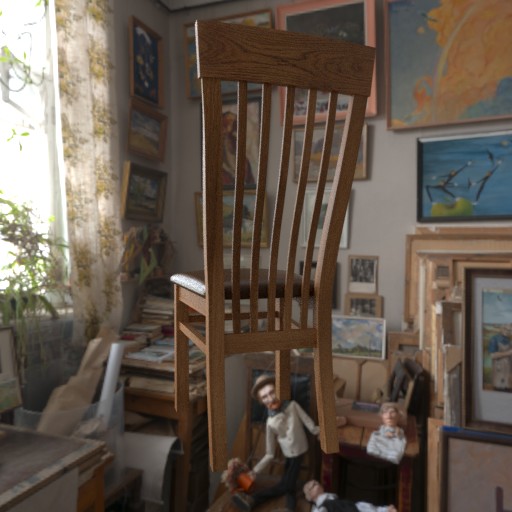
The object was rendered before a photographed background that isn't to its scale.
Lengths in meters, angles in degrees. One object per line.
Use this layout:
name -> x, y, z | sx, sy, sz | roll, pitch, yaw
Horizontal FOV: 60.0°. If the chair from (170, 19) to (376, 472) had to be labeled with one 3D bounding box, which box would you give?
chair -> 0.000, 0.000, 1.311 | 0.450, 1.050, 0.580 | 0, 2, -18
